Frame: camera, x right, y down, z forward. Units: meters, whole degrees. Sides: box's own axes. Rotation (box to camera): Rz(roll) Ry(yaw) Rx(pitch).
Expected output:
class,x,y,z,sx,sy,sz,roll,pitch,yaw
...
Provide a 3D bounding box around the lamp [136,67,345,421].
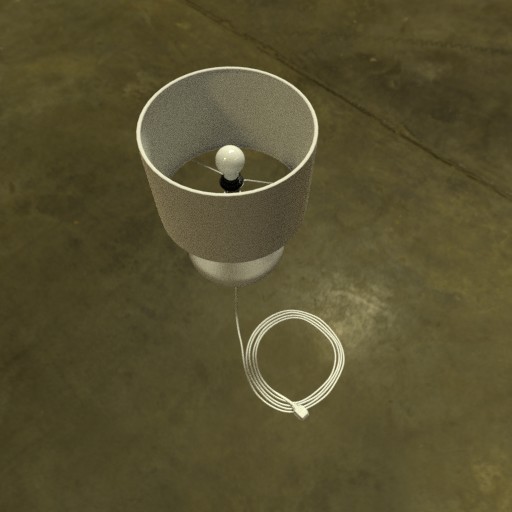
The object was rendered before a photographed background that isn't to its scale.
class,x,y,z,sx,sy,sz,roll,pitch,yaw
lamp,0.000,0.000,0.878,0.401,0.457,0.546,0,59,0
